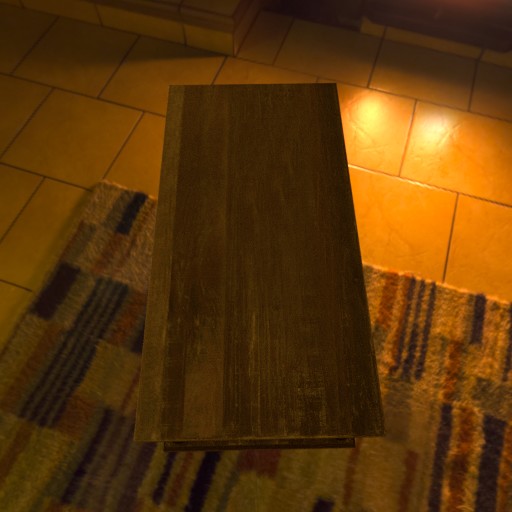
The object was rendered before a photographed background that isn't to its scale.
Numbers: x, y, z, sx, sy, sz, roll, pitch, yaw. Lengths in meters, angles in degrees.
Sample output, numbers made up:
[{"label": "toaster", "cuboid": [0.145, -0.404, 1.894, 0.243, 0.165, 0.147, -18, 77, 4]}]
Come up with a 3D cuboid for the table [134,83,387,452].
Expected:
[{"label": "table", "cuboid": [0.000, 0.000, 1.383, 0.554, 0.373, 1.088, -1, 63, 0]}]
